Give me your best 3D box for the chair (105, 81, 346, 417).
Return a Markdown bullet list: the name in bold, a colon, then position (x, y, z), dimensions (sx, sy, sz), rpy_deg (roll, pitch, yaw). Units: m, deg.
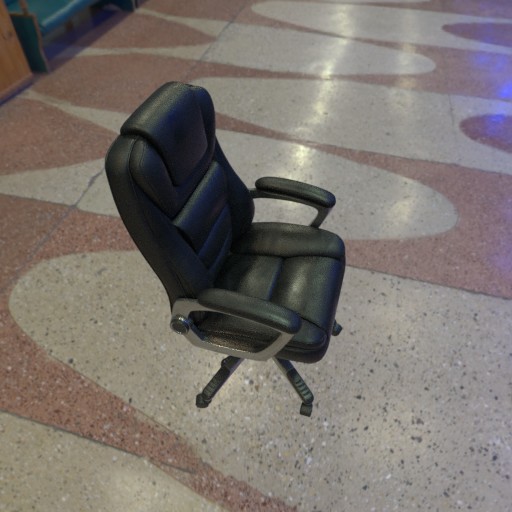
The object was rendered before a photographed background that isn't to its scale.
- **chair**: position (0.000, 0.000, 1.532), dimensions (0.689, 1.075, 0.697), rpy_deg (12, 47, 12)
